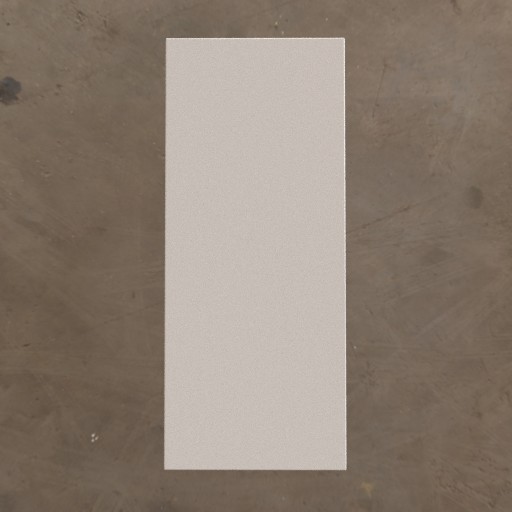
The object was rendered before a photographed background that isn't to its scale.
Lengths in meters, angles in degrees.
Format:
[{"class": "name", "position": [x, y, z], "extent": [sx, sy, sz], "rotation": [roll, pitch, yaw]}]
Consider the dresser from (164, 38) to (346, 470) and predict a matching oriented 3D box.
[{"class": "dresser", "position": [0.000, 0.000, 1.627], "extent": [0.460, 1.000, 1.100], "rotation": [0, 89, 0]}]
